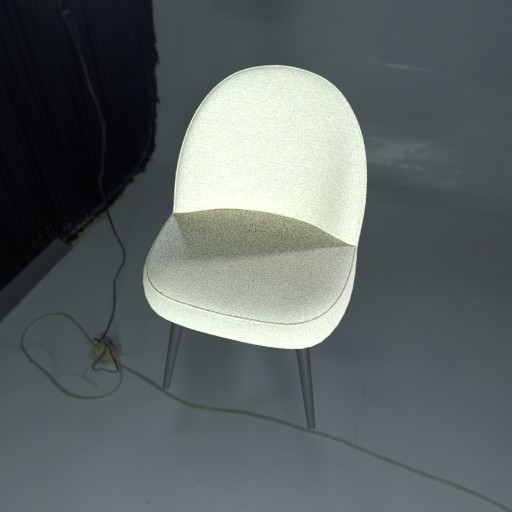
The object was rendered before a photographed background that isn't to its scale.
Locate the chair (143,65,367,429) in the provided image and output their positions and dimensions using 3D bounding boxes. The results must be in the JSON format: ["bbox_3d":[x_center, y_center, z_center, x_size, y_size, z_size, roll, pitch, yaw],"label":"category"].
[{"bbox_3d":[0.000,0.000,1.201,0.532,0.838,0.540,11,43,12],"label":"chair"}]
